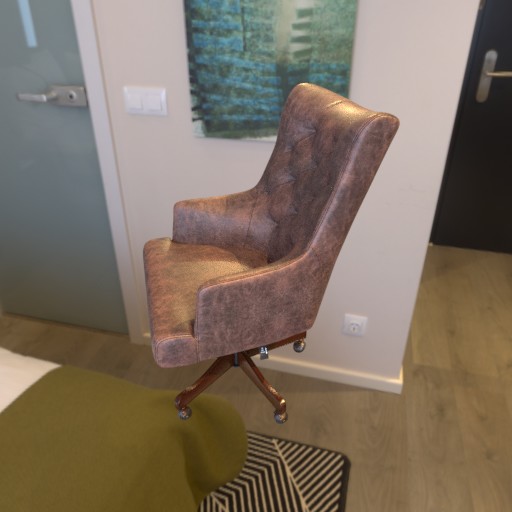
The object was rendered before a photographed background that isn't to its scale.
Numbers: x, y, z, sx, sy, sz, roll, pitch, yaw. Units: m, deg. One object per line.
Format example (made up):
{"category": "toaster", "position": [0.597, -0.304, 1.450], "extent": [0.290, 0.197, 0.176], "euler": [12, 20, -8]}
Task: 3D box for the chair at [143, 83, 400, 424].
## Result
{"category": "chair", "position": [0.000, 0.000, 1.532], "extent": [0.762, 1.035, 0.641], "euler": [-7, 30, -13]}
